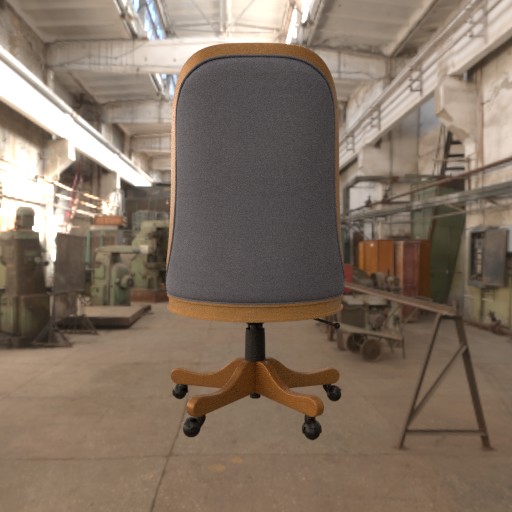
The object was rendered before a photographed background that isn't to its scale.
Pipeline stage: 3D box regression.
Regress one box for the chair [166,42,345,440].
[{"bbox_3d":[0.000,0.000,1.429,0.605,1.031,0.735,0,1,0],"label":"chair"}]
